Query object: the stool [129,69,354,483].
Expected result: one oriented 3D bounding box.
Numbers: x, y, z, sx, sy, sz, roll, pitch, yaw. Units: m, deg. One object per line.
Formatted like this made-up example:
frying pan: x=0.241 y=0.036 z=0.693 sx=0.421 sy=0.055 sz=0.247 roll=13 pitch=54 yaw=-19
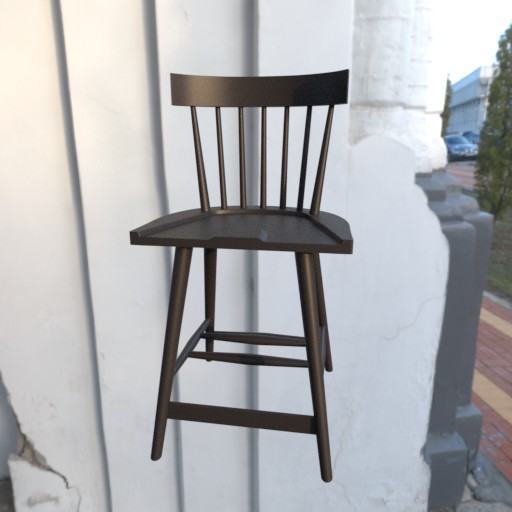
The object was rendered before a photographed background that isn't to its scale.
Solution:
stool: x=0.000 y=0.000 z=1.225 sx=0.494 sy=0.953 sz=0.549 roll=3 pitch=16 yaw=9
